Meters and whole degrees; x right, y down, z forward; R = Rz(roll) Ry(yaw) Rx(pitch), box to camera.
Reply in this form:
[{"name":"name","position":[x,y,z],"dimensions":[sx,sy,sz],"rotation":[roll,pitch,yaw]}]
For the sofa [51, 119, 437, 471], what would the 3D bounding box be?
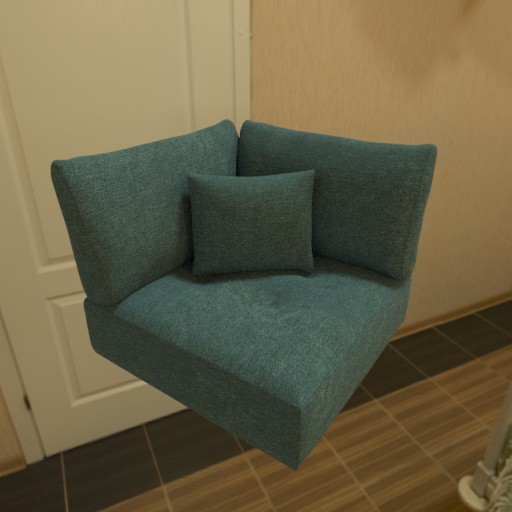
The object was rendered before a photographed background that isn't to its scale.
[{"name":"sofa","position":[0.000,0.000,1.717],"dimensions":[1.000,0.820,1.000],"rotation":[18,32,31]}]
